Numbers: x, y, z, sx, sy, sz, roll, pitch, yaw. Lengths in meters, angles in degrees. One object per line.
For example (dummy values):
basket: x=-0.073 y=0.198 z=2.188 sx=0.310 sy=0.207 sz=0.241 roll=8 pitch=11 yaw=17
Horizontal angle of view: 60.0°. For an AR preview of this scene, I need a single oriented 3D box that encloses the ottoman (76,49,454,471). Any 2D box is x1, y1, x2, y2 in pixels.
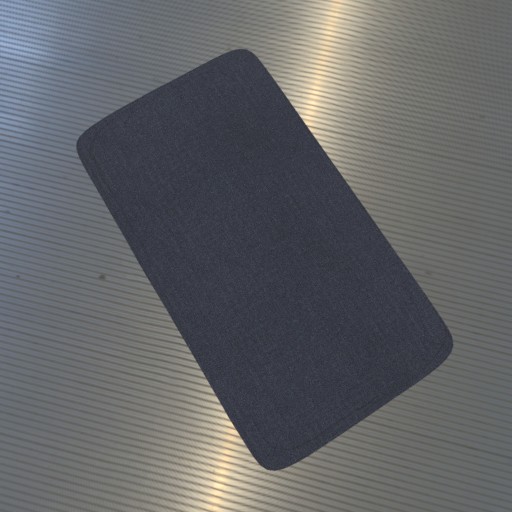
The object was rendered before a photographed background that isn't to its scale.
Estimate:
ottoman: x=0.000 y=0.000 z=1.175 sx=0.505 sy=0.453 sz=0.895 roll=-31 pitch=80 yaw=-6
